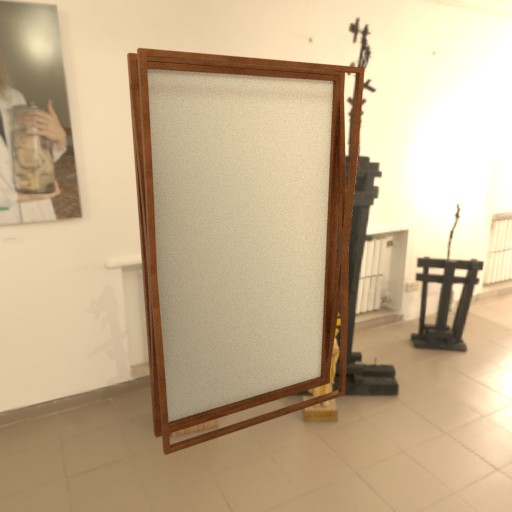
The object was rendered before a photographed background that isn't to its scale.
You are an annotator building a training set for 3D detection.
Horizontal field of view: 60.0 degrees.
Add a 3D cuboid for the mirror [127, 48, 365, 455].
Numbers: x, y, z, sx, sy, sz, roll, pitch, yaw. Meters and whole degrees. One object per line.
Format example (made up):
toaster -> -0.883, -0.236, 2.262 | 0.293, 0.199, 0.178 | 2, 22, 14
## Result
mirror -> 0.000, 0.000, 0.944 | 0.468, 0.768, 0.082 | -8, 17, -27
